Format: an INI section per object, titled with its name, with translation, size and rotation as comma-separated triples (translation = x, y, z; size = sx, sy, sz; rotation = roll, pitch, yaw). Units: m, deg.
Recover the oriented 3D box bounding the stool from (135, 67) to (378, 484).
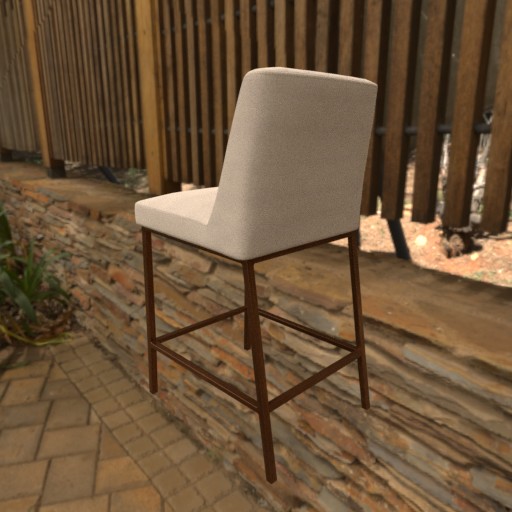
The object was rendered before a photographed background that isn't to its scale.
[stool]
translation = 0.000, 0.000, 1.320
size = 0.507, 0.973, 0.576
rotation = -15, 22, -42
